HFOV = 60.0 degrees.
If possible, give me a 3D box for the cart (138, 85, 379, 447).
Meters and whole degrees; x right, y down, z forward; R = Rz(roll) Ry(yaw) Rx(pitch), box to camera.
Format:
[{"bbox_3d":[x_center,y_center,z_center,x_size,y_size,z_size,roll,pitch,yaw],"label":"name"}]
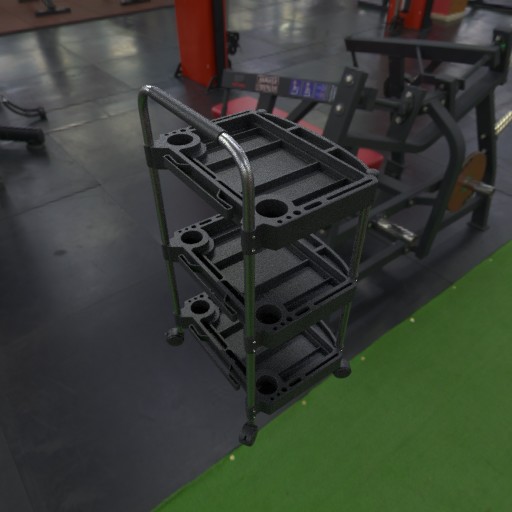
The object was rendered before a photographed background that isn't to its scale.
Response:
[{"bbox_3d":[0.000,0.000,1.425,0.518,1.075,0.584,-25,47,-27],"label":"cart"}]
